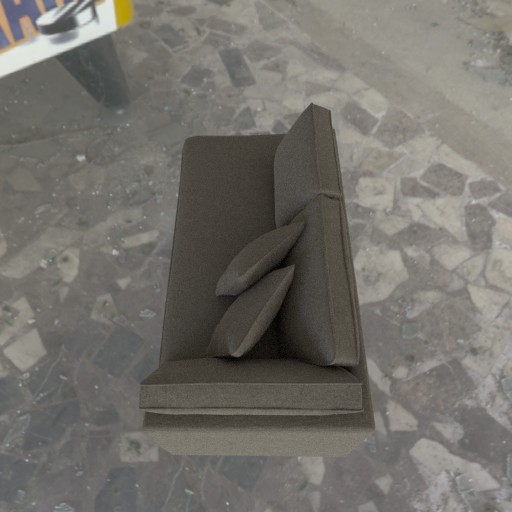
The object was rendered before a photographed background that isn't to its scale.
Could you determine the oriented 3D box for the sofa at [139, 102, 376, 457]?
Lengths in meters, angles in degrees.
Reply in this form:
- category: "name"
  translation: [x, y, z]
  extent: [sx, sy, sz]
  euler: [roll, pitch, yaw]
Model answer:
- category: "sofa"
  translation: [0.000, 0.000, 2.828]
  extent: [1.110, 1.033, 2.237]
  euler: [0, 58, 0]
